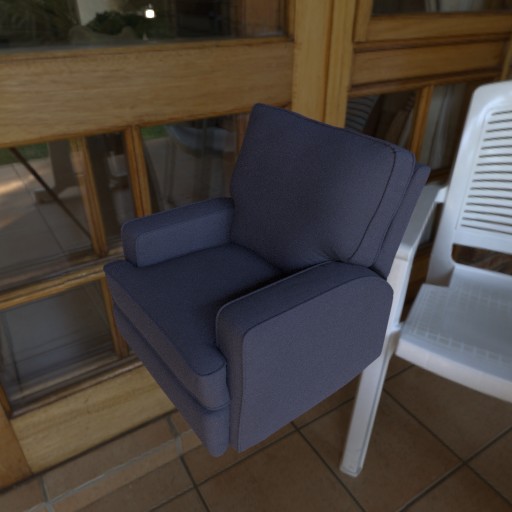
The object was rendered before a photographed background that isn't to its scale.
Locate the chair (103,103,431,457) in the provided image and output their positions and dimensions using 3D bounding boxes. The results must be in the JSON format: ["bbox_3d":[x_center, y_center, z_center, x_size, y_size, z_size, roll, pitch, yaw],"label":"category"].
[{"bbox_3d":[0.000,0.000,1.706,0.964,0.962,0.861,-22,37,-32],"label":"chair"}]
